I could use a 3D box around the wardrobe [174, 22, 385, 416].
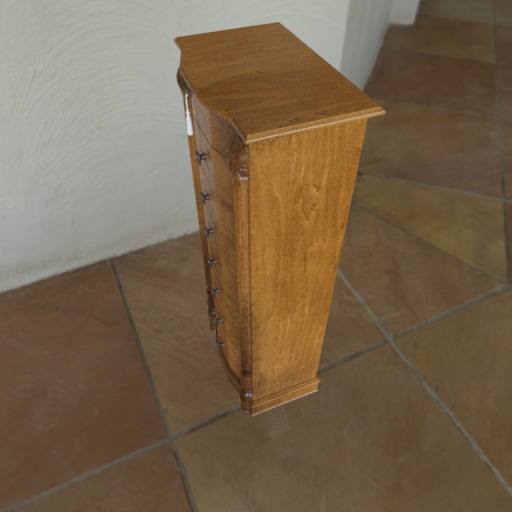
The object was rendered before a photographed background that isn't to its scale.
[{"bbox_3d":[0.000,0.000,1.131,0.273,0.959,0.406,-16,49,-15],"label":"wardrobe"}]
